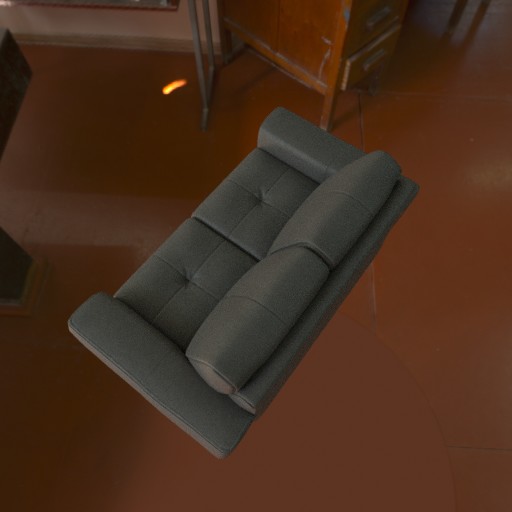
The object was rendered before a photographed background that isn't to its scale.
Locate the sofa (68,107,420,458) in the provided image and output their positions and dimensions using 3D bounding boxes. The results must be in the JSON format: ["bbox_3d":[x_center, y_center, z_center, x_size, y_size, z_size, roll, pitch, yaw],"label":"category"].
[{"bbox_3d":[0.000,0.000,2.394,1.018,0.907,1.806,34,69,15],"label":"sofa"}]
